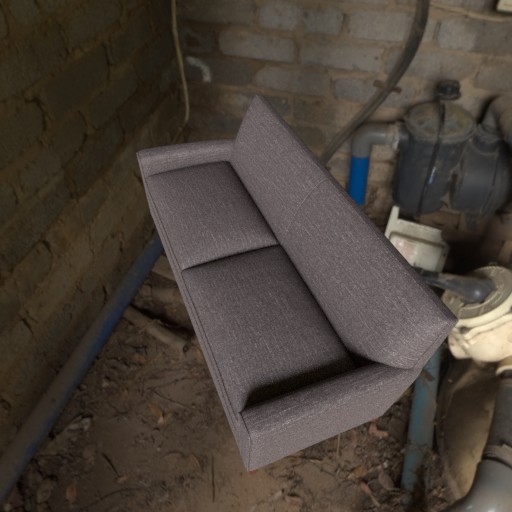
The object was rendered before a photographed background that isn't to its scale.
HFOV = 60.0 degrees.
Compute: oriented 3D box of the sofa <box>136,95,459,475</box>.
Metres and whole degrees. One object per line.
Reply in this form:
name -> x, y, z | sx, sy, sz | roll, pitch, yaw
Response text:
sofa -> 0.000, 0.000, 2.445 | 0.875, 0.846, 1.976 | -17, 49, -15
